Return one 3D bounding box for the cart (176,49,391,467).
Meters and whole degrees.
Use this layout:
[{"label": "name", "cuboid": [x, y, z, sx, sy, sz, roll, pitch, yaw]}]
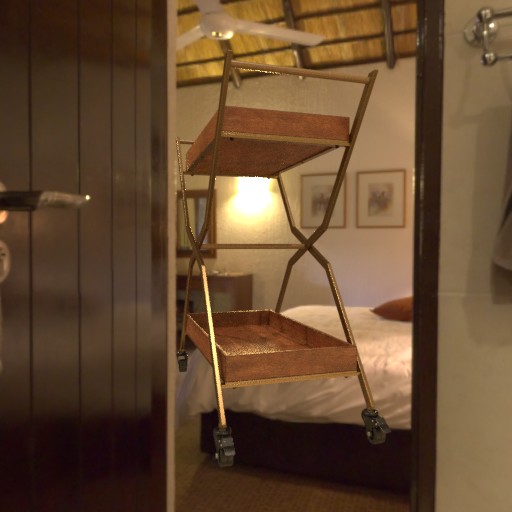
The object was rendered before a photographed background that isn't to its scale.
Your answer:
[{"label": "cart", "cuboid": [0.000, 0.000, 1.337, 0.405, 0.869, 0.836, 0, 1, -17]}]
